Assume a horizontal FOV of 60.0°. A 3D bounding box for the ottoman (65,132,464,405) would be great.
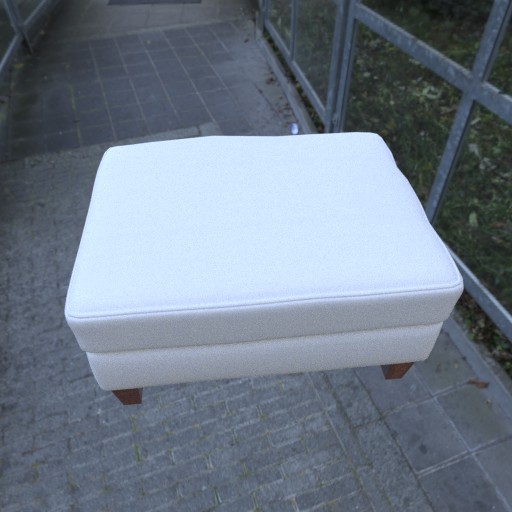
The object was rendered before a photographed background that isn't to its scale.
[{"bbox_3d":[0.000,0.000,1.211,0.818,0.479,0.634,-4,46,-4],"label":"ottoman"}]
